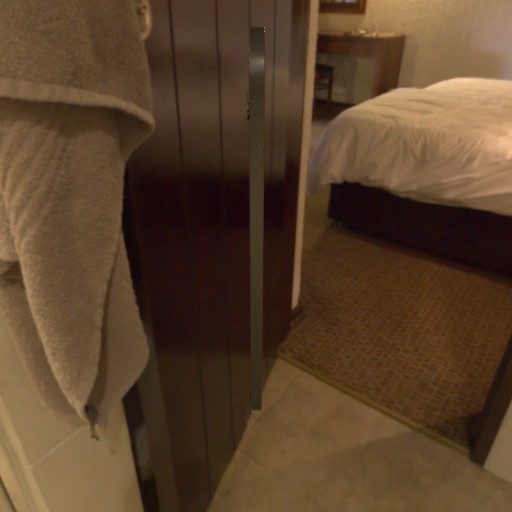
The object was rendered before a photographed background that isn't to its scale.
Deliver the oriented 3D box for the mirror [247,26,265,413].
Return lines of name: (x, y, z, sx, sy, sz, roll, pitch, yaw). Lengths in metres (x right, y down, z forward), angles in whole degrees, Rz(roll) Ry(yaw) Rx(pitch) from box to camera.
mirror: (0.000, 0.000, 1.077, 0.032, 0.991, 0.222, 0, 30, 0)
